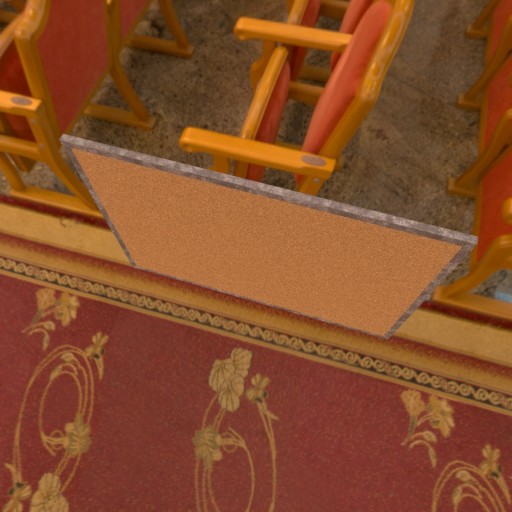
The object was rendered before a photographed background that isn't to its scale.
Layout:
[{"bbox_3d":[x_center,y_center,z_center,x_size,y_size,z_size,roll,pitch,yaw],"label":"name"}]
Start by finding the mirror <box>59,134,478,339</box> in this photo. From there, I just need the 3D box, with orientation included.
[{"bbox_3d":[0.000,0.000,1.481,1.101,0.795,0.022,15,64,8],"label":"mirror"}]
